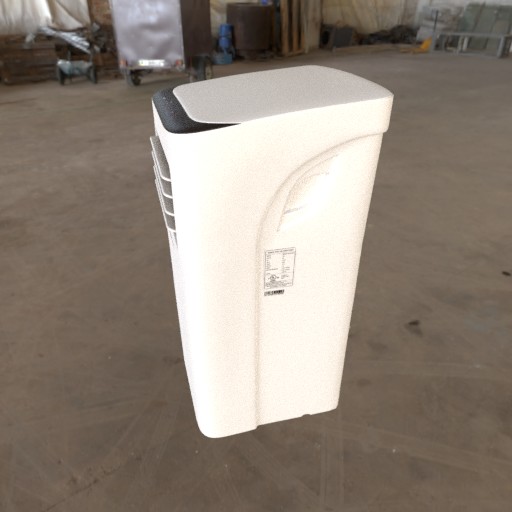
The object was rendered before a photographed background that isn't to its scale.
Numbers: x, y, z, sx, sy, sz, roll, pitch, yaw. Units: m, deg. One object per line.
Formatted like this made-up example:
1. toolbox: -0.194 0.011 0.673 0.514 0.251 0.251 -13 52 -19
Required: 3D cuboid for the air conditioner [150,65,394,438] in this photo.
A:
1. air conditioner: 0.000 0.000 0.940 0.369 0.716 0.352 -8 31 -14
